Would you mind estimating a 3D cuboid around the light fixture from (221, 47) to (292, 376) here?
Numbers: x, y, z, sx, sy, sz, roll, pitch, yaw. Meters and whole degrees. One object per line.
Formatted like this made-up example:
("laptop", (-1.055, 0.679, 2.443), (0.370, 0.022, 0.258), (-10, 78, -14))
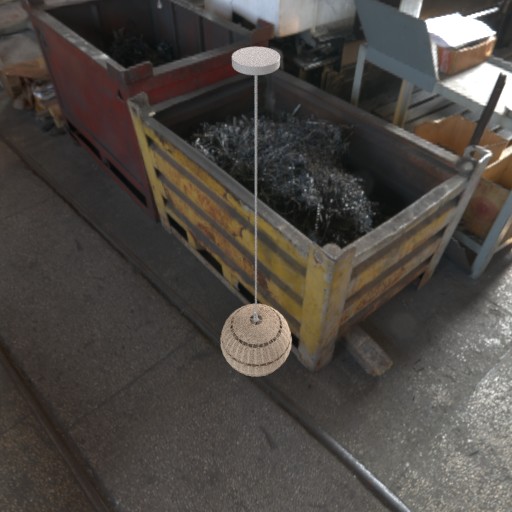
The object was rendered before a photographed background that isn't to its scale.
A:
("light fixture", (0.000, 0.000, 2.271), (0.457, 2.019, 0.457), (9, 47, 9))
